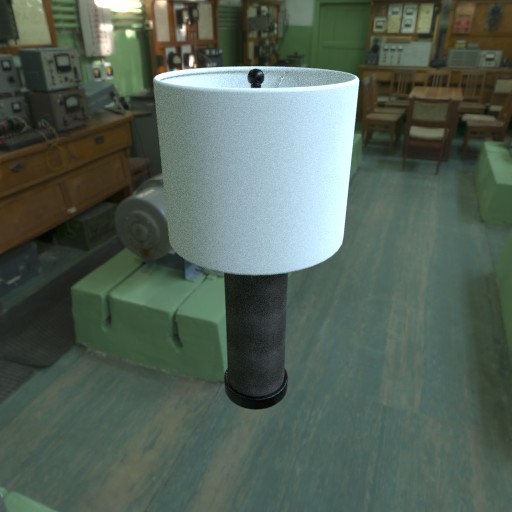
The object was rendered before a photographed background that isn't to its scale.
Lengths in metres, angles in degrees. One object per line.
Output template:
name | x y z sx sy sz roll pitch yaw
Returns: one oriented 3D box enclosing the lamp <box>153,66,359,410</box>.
lamp | 0.000 0.000 0.811 0.305 0.634 0.305 9 29 17
